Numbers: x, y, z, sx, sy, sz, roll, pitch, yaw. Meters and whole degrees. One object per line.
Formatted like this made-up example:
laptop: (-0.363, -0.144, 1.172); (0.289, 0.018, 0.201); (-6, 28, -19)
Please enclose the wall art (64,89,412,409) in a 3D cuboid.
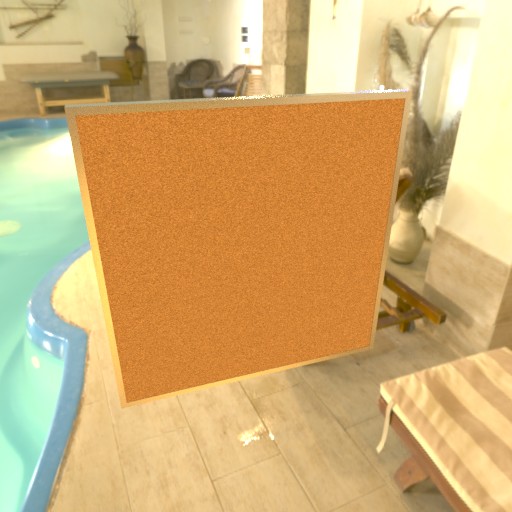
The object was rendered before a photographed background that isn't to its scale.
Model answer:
wall art: (0.000, 0.000, 1.185); (0.806, 0.806, 0.038); (-9, 28, -17)
